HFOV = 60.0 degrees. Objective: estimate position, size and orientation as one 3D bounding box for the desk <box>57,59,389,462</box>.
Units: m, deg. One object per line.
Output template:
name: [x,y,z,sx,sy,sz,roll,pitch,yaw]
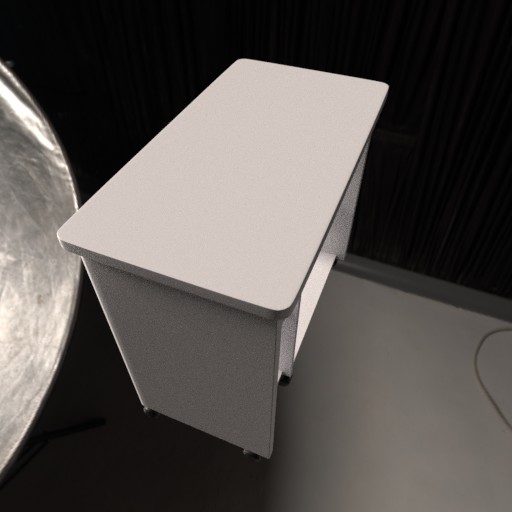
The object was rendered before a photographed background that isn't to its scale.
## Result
desk: [0.000,0.000,1.320,0.475,0.763,0.877,17,49,15]
